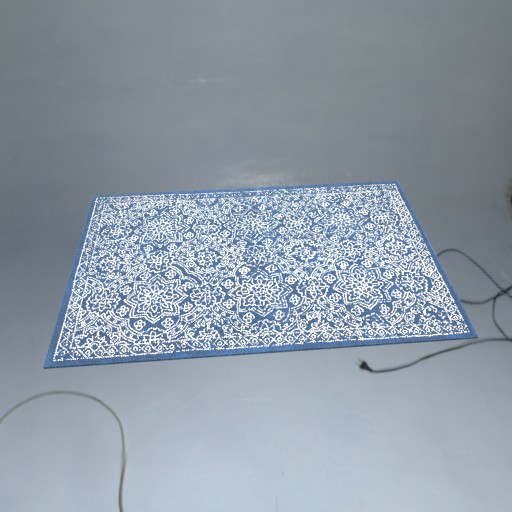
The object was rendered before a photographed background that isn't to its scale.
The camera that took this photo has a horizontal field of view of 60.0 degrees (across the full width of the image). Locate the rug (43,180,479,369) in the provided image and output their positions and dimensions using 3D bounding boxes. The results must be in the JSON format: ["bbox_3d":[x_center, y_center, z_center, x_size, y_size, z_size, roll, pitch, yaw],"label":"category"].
[{"bbox_3d":[0.000,0.000,3.005,2.441,0.015,1.526,-3,45,-3],"label":"rug"}]
